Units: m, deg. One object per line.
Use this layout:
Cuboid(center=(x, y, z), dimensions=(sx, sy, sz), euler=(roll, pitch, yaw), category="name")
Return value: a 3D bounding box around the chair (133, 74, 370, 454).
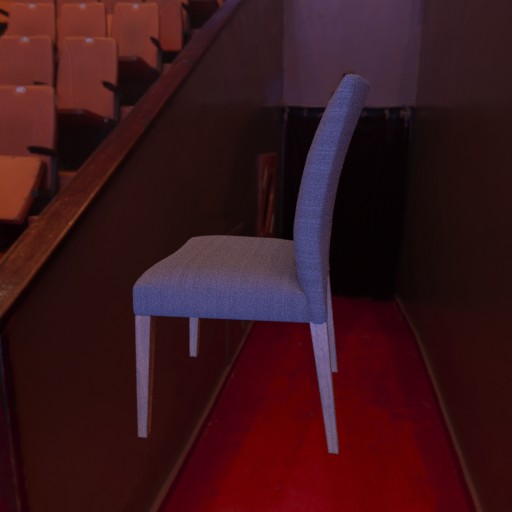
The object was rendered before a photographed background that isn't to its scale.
Cuboid(center=(0.000, 0.000, 1.297), dimensions=(0.585, 0.940, 0.496), euler=(3, 16, 9), category="chair")
